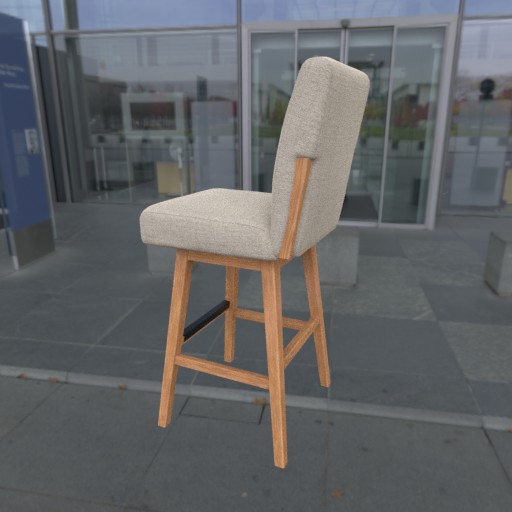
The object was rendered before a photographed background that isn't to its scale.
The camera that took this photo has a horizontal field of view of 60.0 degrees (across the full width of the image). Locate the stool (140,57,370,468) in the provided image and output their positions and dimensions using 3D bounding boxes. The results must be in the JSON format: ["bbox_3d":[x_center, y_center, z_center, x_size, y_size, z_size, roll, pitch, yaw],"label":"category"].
[{"bbox_3d":[0.000,0.000,1.414,0.569,1.106,0.483,8,19,24],"label":"stool"}]
